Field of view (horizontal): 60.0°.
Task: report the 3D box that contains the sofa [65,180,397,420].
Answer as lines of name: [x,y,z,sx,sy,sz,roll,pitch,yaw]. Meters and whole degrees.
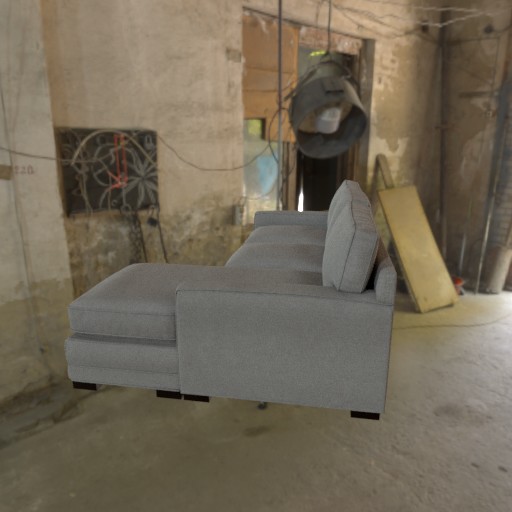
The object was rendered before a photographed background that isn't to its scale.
sofa: [0.000,0.000,2.910,1.496,0.861,2.087,3,16,10]
